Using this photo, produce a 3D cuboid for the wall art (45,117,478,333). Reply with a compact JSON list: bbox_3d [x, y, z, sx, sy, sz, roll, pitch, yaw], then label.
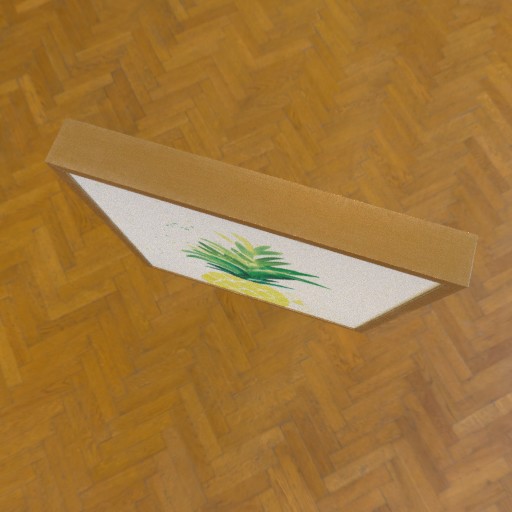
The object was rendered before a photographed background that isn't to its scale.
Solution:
[{"bbox_3d":[0.000,0.000,0.456,0.306,0.305,0.038,17,75,5],"label":"wall art"}]
